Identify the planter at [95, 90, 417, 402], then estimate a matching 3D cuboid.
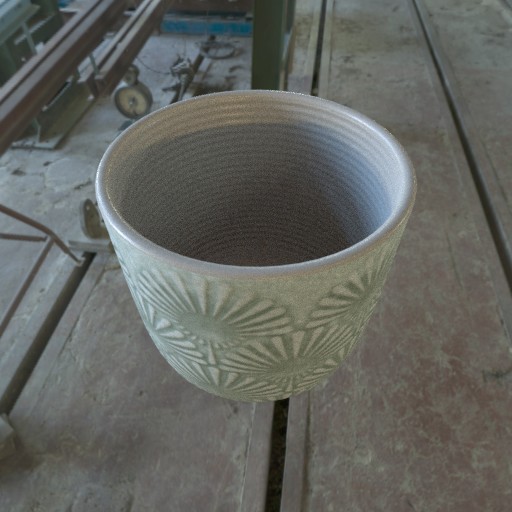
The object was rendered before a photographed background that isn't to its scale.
[{"bbox_3d":[0.000,0.000,0.214,0.124,0.109,0.124,0,46,0],"label":"planter"}]
